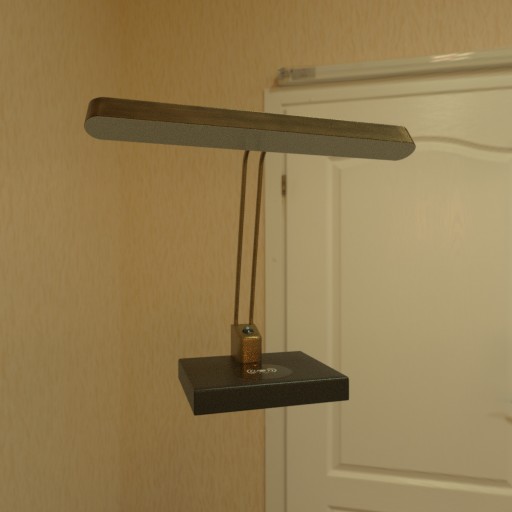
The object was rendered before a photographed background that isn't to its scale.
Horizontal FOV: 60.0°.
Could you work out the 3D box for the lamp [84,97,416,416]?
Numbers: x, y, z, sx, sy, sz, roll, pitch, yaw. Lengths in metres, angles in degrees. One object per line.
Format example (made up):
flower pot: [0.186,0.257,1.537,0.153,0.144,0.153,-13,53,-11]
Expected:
lamp: [0.000,0.000,0.578,0.412,0.345,0.156,0,0,-16]
